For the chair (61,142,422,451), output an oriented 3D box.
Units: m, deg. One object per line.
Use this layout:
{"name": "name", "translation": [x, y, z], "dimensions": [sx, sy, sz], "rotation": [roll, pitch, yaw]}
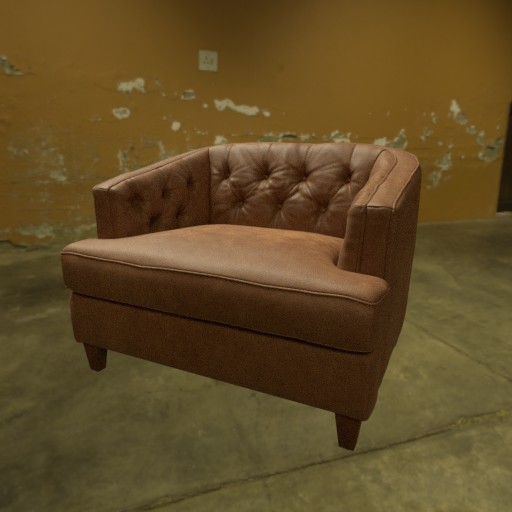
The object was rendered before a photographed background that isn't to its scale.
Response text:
{"name": "chair", "translation": [0.000, 0.000, 1.692], "dimensions": [1.119, 0.836, 0.911], "rotation": [7, 17, 26]}
